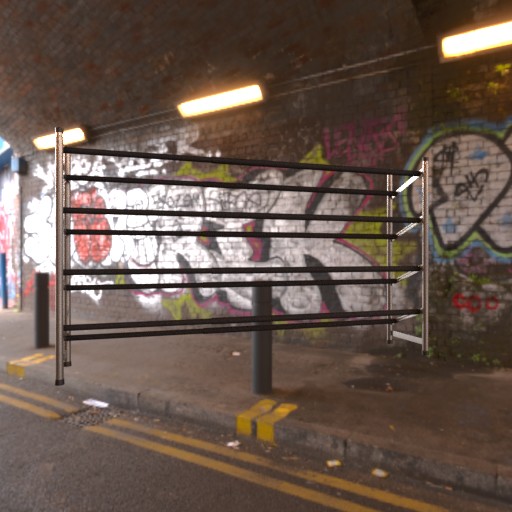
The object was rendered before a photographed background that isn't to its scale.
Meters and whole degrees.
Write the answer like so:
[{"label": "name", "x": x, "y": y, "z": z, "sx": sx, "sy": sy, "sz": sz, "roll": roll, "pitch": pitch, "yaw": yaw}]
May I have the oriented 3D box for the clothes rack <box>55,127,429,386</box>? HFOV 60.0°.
[{"label": "clothes rack", "x": 0.000, "y": 0.000, "z": 1.431, "sx": 1.168, "sy": 0.672, "sz": 0.229, "roll": 0, "pitch": 0, "yaw": -18}]
